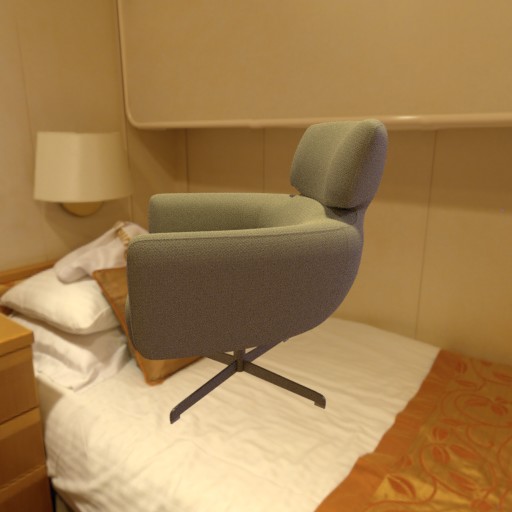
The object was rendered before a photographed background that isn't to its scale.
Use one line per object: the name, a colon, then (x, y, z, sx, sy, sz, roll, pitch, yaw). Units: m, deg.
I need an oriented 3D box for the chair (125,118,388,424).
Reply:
chair: (0.000, 0.000, 1.377, 0.730, 0.810, 0.760, -2, 15, -9)
